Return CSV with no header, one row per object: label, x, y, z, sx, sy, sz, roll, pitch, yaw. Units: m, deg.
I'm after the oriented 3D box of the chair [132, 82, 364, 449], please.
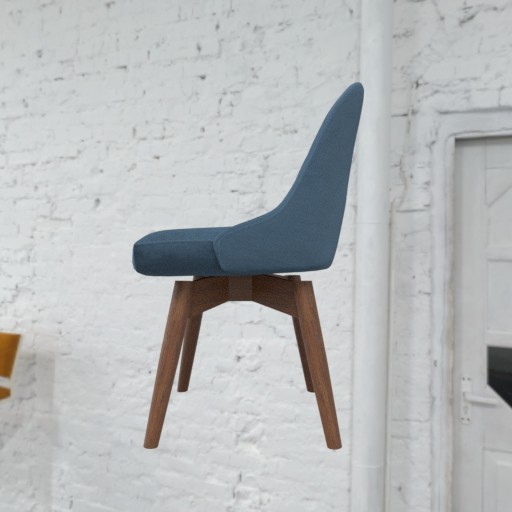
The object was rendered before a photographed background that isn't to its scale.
chair,0.000,0.000,1.239,0.589,0.882,0.503,0,0,0
